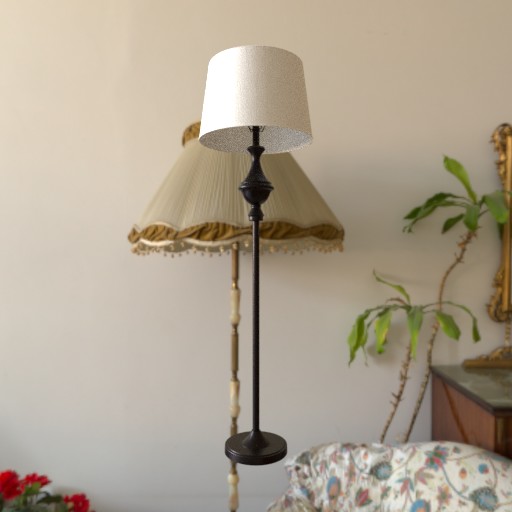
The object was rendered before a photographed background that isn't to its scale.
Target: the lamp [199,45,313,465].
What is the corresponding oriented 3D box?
[{"bbox_3d":[0.000,0.000,1.684,0.431,1.484,0.431,0,0,0],"label":"lamp"}]
